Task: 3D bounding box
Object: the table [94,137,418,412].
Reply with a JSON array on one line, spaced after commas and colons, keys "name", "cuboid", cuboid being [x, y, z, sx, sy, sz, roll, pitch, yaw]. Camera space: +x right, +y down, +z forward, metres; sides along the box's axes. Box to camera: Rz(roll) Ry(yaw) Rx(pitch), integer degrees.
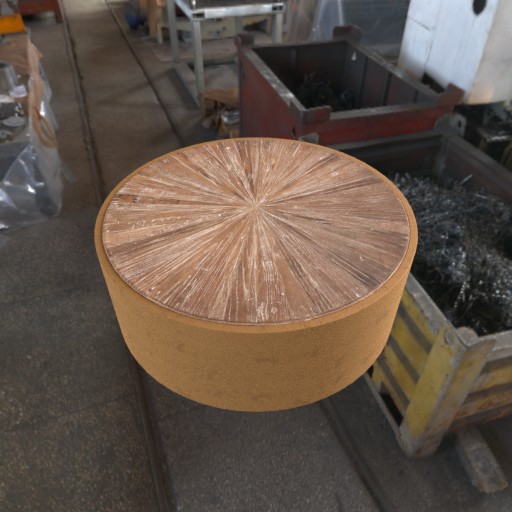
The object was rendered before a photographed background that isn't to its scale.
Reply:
[{"name": "table", "cuboid": [0.000, 0.000, 1.553, 1.001, 0.409, 1.001, 0, 41, 0]}]
